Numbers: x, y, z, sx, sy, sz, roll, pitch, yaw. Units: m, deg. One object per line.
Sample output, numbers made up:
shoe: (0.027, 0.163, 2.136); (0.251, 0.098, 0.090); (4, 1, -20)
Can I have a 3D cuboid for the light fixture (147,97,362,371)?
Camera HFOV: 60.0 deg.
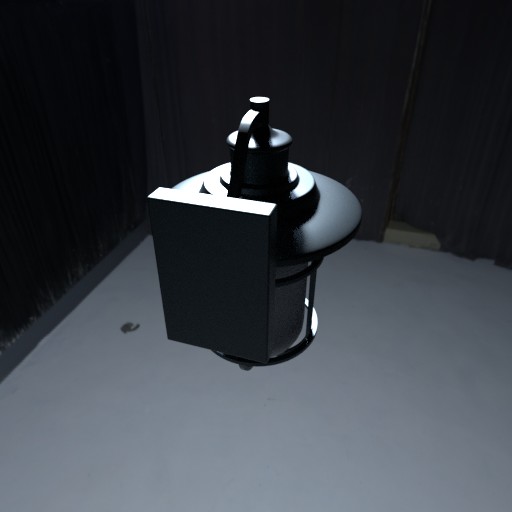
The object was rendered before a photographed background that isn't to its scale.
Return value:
light fixture: (0.000, 0.000, 0.511); (0.222, 0.345, 0.252); (10, 34, 15)
